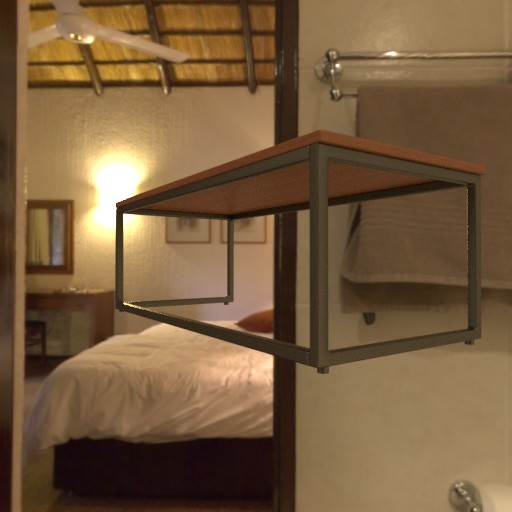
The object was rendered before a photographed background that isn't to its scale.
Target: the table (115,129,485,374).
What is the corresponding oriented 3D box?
[{"bbox_3d":[0.000,0.000,1.309,0.500,0.400,1.100,0,-1,-34],"label":"table"}]
